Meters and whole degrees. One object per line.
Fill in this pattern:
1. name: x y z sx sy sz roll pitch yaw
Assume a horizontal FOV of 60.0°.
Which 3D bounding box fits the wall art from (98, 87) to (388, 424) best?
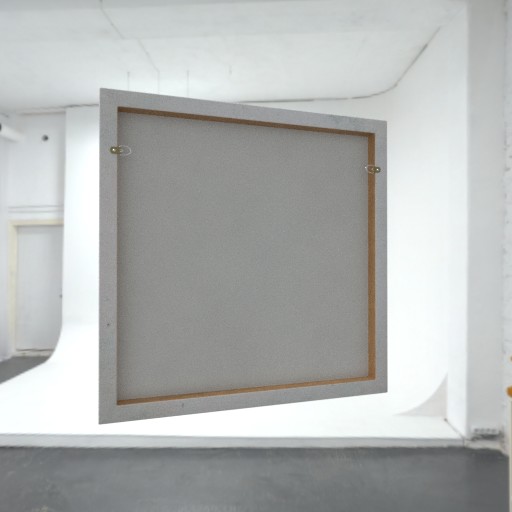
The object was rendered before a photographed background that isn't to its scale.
1. wall art: 0.000 0.000 0.916 0.612 0.612 0.040 0 0 -18
